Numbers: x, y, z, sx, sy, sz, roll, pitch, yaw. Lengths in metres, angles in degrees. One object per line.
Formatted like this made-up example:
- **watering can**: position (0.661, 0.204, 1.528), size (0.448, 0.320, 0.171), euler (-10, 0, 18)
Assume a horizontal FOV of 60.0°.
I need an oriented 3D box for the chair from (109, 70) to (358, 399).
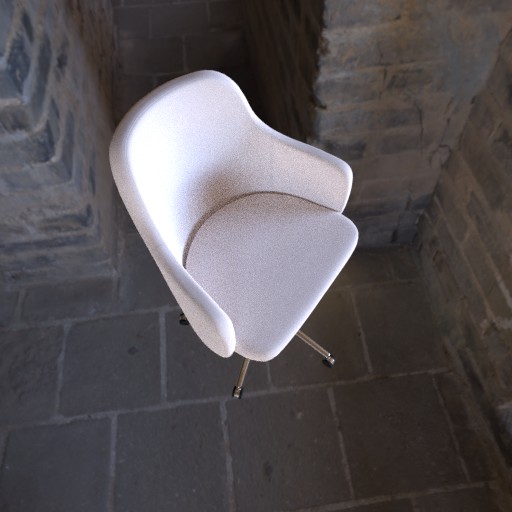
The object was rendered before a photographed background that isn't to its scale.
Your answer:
- **chair**: position (0.000, 0.000, 1.277), size (0.647, 0.819, 0.602), euler (31, 63, 18)
